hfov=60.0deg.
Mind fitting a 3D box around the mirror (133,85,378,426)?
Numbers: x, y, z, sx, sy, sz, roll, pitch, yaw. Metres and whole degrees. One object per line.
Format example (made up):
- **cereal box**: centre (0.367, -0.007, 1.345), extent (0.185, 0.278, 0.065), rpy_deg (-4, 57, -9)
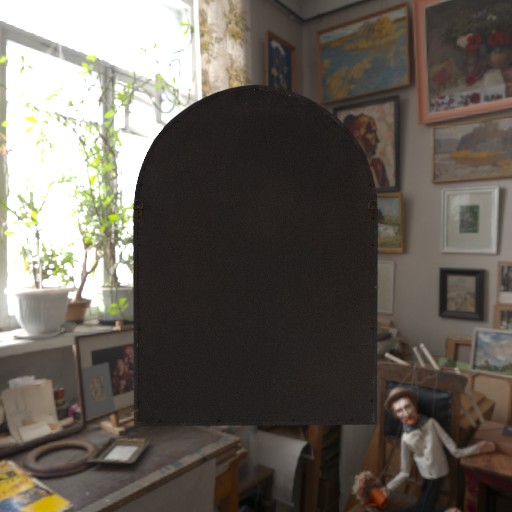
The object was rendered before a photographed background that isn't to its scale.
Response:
- **mirror**: centre (0.000, 0.000, 1.209), extent (0.660, 0.920, 0.032), rpy_deg (0, 1, -1)
